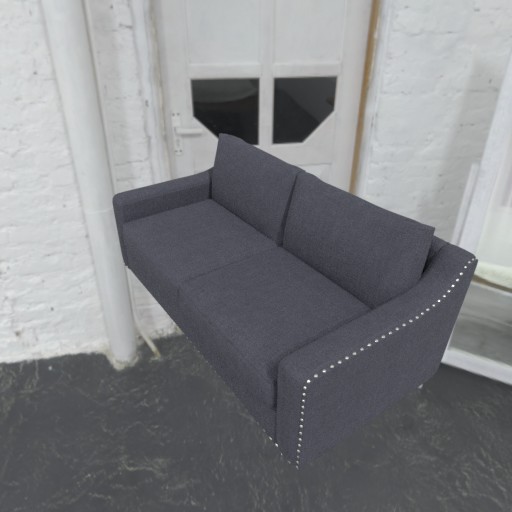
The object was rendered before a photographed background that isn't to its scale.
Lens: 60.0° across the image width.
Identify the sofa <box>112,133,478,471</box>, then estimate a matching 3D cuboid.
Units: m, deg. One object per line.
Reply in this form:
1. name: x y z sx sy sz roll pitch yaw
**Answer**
1. sofa: 0.000 0.000 3.294 1.336 1.196 2.550 -20 37 -29
